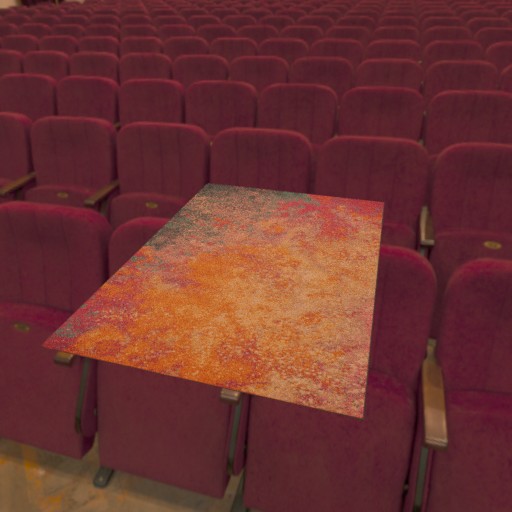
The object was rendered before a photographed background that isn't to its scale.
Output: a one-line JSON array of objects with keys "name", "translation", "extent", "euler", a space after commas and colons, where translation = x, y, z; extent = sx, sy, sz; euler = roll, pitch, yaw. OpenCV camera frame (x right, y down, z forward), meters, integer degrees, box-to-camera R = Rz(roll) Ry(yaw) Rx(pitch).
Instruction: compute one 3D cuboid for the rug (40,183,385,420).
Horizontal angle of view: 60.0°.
[{"name": "rug", "translation": [0.000, 0.000, 3.740], "extent": [2.007, 0.013, 2.896], "euler": [8, 32, 14]}]
